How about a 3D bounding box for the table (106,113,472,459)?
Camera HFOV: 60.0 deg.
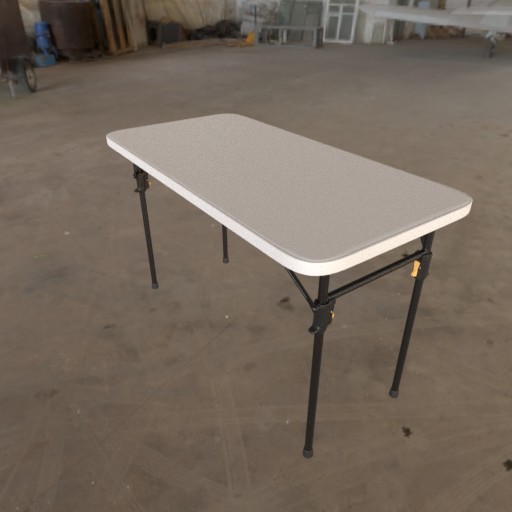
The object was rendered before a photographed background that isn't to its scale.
[{"bbox_3d":[0.000,0.000,1.622,0.610,0.729,1.219,-20,36,-30],"label":"table"}]
